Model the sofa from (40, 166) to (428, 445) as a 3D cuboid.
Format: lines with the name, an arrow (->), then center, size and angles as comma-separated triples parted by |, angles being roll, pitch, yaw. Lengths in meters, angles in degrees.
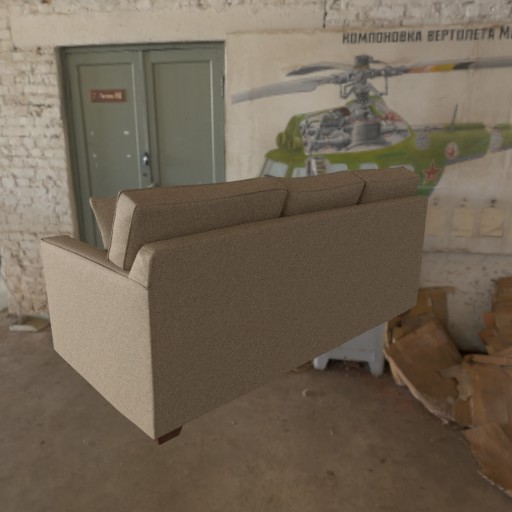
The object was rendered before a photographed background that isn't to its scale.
sofa -> 0.000, 0.000, 2.479 | 1.963, 0.946, 1.034 | -13, 20, -42
